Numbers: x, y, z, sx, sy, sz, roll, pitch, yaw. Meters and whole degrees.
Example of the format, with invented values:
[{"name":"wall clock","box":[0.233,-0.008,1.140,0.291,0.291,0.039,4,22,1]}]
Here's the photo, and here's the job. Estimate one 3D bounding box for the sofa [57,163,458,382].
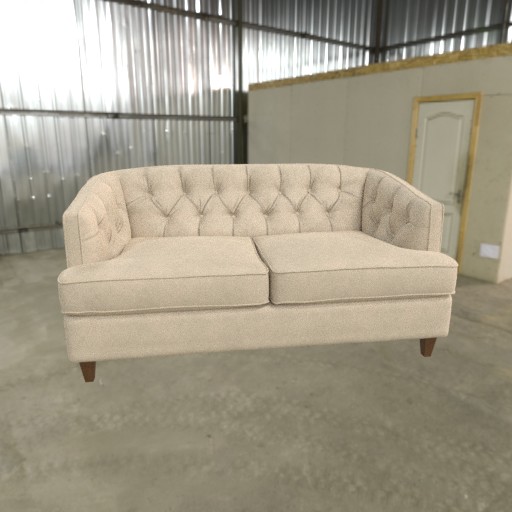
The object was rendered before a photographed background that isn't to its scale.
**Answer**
[{"name":"sofa","box":[0.000,0.000,2.284,1.731,0.878,0.940,-2,16,-8]}]
